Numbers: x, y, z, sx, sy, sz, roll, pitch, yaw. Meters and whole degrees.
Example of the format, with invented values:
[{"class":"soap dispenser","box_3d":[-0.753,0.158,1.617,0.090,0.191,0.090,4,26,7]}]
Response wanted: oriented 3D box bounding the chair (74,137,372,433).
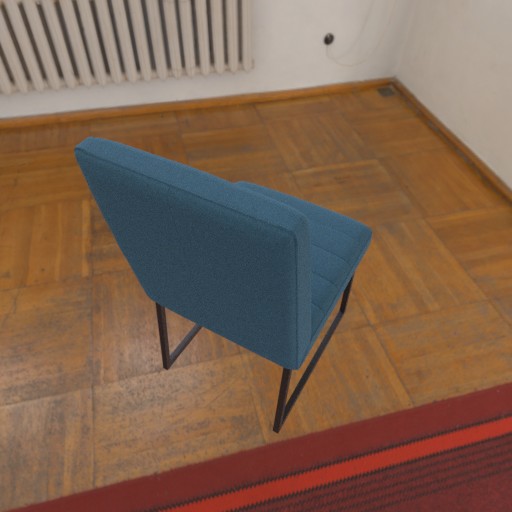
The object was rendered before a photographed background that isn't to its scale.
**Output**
[{"class":"chair","box_3d":[0.000,0.000,1.306,0.520,0.930,0.634,23,50,20]}]
